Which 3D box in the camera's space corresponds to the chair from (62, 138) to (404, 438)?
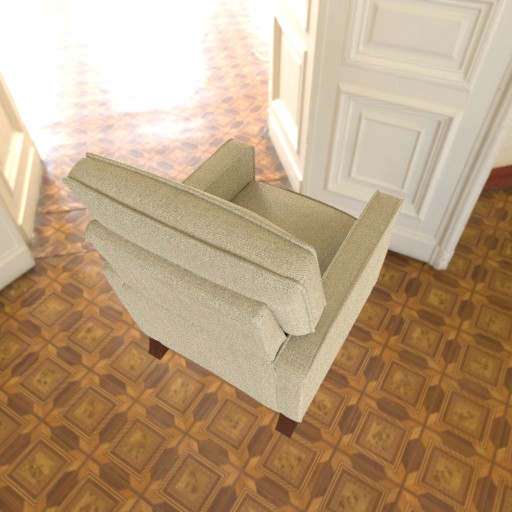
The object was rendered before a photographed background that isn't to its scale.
[{"bbox_3d":[0.000,0.000,1.351,0.648,0.888,0.754,24,53,20],"label":"chair"}]
